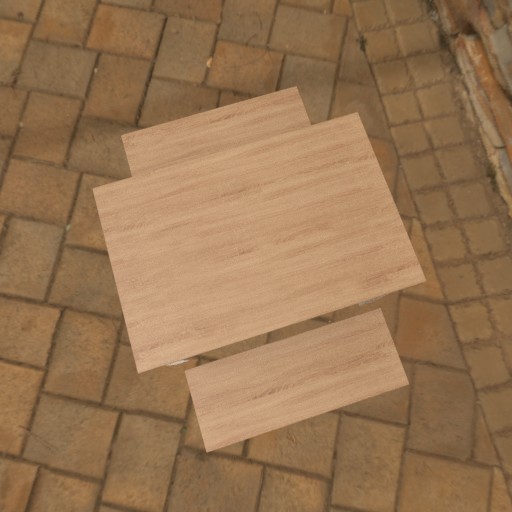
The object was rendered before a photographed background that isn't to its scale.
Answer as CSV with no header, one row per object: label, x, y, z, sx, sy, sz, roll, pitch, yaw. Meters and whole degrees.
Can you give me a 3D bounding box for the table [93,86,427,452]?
table,0.000,0.000,2.020,1.100,0.700,1.443,-17,77,-4
